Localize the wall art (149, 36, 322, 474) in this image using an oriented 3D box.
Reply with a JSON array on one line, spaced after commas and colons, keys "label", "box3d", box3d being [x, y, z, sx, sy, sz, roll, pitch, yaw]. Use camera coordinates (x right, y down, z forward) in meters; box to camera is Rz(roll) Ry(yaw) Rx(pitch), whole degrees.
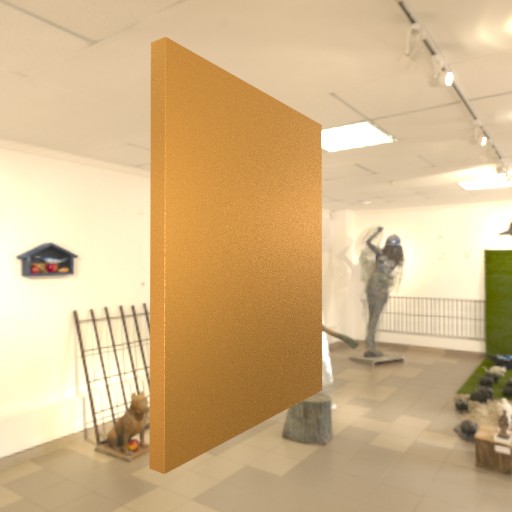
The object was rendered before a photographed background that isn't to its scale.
[{"label": "wall art", "box3d": [0.000, 0.000, 1.032, 0.038, 0.762, 0.610, -1, -1, 35]}]
